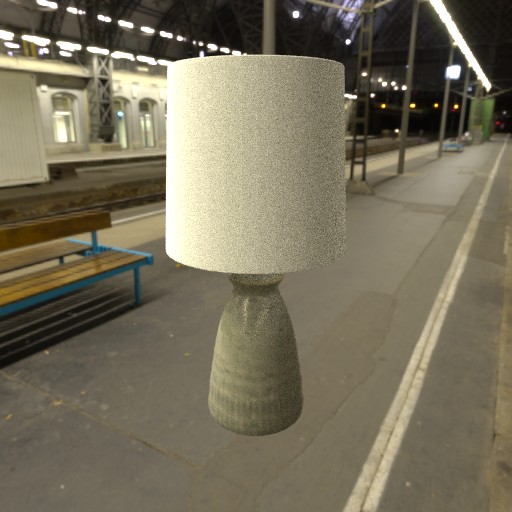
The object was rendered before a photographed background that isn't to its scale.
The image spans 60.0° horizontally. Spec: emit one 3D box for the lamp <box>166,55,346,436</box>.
[{"bbox_3d":[0.000,0.000,0.470,0.186,0.369,0.186,0,16,0],"label":"lamp"}]
